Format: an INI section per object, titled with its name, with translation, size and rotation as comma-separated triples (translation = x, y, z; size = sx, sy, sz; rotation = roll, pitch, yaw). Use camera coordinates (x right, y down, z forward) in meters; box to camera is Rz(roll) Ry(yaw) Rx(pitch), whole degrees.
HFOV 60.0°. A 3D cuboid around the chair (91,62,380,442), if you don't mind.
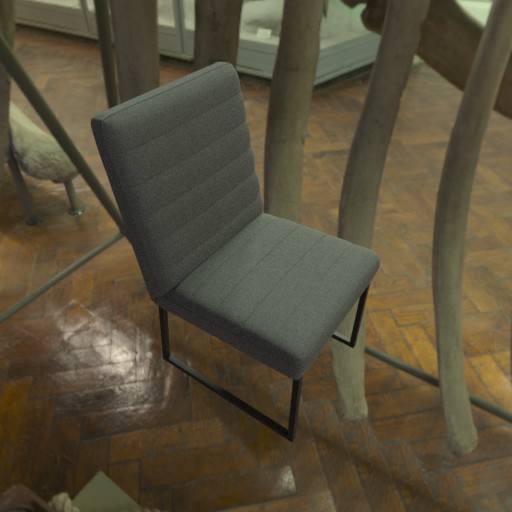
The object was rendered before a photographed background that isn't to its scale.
[chair]
translation = 0.000, 0.000, 1.358
size = 0.634, 0.930, 0.520
rotation = 25, 47, 25
